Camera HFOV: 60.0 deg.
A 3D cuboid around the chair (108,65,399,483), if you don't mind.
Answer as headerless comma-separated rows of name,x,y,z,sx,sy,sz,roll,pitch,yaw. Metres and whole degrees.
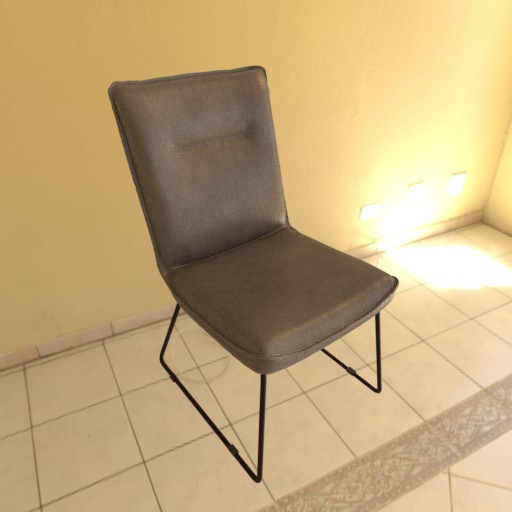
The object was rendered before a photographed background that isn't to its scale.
chair,0.000,0.000,1.300,0.515,0.932,0.688,-22,38,-31
